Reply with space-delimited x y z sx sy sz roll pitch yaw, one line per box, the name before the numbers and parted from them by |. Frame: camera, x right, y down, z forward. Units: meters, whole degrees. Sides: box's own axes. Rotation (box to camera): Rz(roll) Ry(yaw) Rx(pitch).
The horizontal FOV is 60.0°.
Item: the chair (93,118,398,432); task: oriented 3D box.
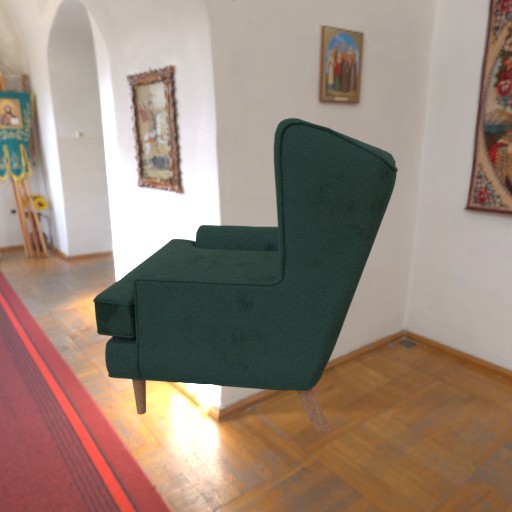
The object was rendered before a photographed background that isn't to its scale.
chair | 0.000 0.000 1.631 0.910 0.952 0.793 2 16 7
